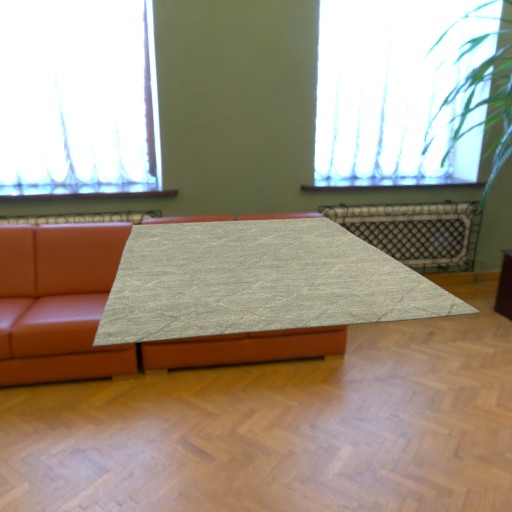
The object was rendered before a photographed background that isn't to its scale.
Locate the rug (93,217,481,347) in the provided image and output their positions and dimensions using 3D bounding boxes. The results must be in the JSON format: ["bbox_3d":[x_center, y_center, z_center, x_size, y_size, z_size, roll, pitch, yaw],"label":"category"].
[{"bbox_3d":[0.000,0.000,4.089,2.438,0.013,3.048,-3,17,-10],"label":"rug"}]
